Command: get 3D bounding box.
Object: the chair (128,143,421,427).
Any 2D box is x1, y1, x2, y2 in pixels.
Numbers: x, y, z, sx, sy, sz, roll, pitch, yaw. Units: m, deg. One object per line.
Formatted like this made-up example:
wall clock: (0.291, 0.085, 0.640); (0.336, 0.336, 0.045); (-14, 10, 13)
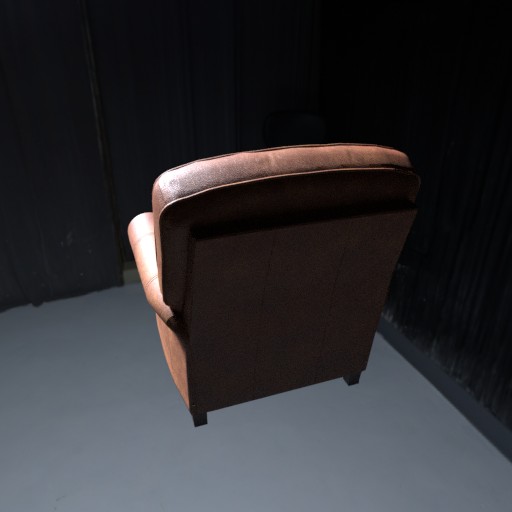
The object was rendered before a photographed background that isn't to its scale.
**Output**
chair: (0.000, 0.000, 1.773); (0.936, 1.018, 0.986); (-9, 29, -17)
